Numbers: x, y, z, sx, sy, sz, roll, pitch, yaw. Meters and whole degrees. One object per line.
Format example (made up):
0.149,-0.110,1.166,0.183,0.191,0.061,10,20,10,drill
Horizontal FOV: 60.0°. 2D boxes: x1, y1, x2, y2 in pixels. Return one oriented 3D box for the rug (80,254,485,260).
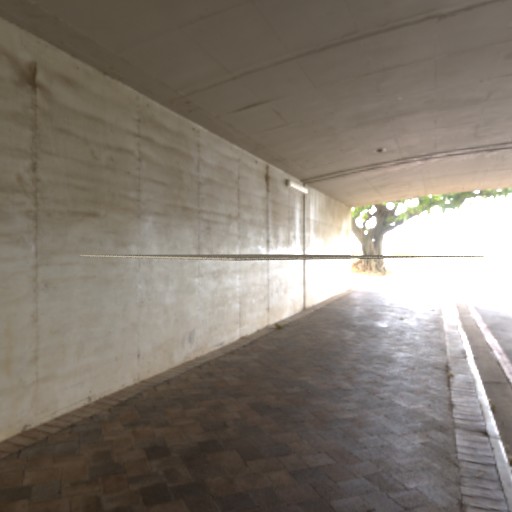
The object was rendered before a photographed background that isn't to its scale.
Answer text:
0.000,0.000,4.166,2.447,0.014,3.061,0,1,-35,rug
